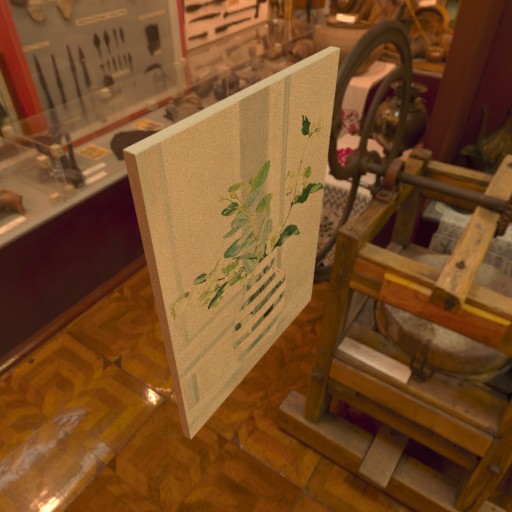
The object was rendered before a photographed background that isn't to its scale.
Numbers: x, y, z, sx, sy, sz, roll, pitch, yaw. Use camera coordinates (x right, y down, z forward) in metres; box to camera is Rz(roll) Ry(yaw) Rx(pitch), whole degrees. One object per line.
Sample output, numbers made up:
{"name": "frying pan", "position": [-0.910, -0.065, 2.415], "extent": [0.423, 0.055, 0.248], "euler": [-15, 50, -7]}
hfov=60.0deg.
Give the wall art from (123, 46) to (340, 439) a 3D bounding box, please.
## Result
{"name": "wall art", "position": [0.000, 0.000, 1.602], "extent": [0.038, 1.212, 0.914], "euler": [25, 47, 26]}
